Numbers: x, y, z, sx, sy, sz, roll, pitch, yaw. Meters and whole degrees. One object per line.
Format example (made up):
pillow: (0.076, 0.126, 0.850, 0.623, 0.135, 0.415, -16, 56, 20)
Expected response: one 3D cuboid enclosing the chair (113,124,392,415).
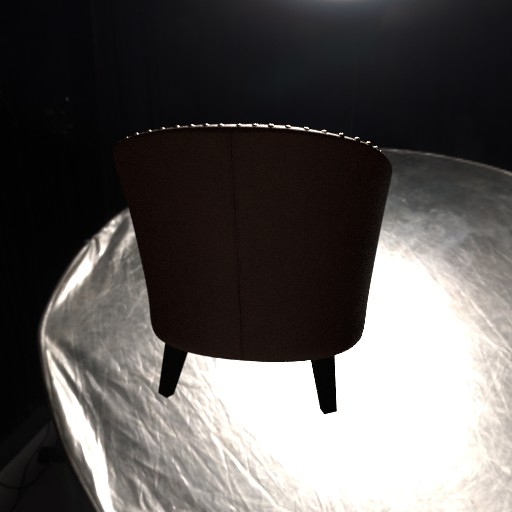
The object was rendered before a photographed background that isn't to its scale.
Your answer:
chair: (0.000, 0.000, 1.437, 0.794, 0.823, 0.748, 3, 17, 9)
